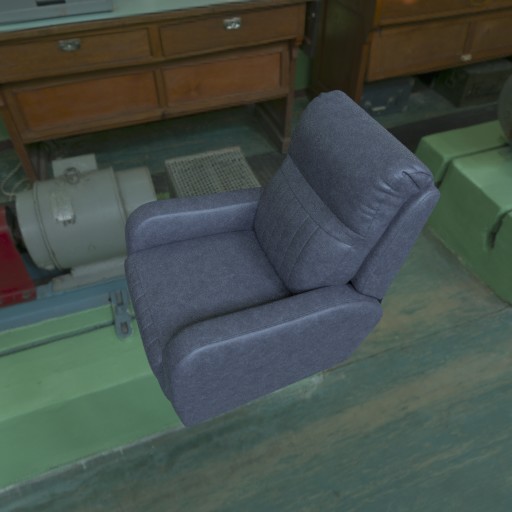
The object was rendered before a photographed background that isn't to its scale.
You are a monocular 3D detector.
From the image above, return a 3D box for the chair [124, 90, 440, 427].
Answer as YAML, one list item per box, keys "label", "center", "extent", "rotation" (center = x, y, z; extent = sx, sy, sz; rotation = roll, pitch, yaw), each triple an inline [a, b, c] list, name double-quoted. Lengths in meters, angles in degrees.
- label: "chair"
  center: [0.000, 0.000, 1.849]
  extent: [1.067, 1.067, 0.865]
  rotation: [-16, 48, -15]
